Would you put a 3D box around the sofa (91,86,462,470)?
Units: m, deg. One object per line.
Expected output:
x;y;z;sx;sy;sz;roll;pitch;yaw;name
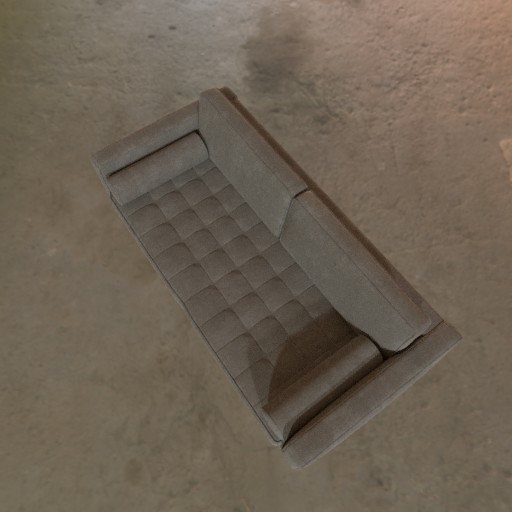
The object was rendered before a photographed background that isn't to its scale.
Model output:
0.000;0.000;2.294;0.920;0.769;1.883;-32;68;-15;sofa
